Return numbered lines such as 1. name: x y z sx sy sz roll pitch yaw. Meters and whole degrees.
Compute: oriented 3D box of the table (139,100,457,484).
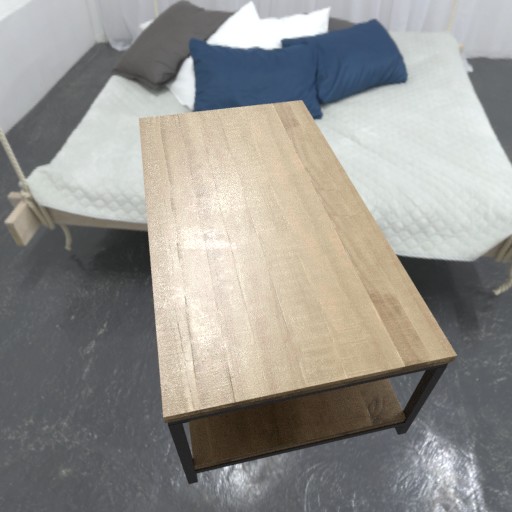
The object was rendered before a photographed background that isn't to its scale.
1. table: 0.000 0.000 1.327 0.574 0.393 1.062 -9 47 -9
